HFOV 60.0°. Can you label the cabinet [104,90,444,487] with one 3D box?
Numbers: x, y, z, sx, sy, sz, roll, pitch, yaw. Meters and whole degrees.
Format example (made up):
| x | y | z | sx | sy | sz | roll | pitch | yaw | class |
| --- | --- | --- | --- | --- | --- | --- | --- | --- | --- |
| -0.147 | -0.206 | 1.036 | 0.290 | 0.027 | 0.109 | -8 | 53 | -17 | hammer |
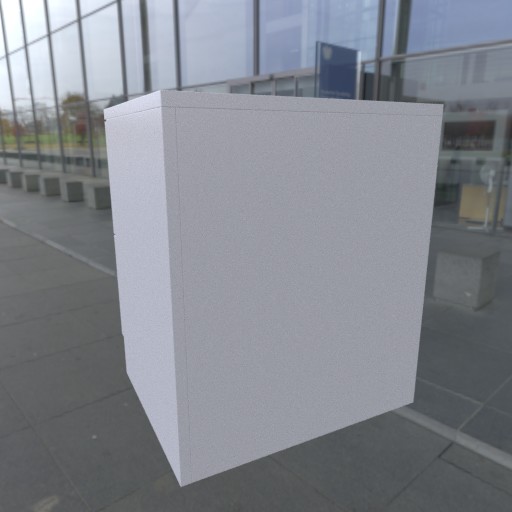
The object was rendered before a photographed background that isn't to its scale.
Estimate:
| x | y | z | sx | sy | sz | roll | pitch | yaw | class |
| --- | --- | --- | --- | --- | --- | --- | --- | --- | --- |
| 0.000 | 0.000 | 0.740 | 0.400 | 0.470 | 0.360 | -8 | 16 | -27 | cabinet |
